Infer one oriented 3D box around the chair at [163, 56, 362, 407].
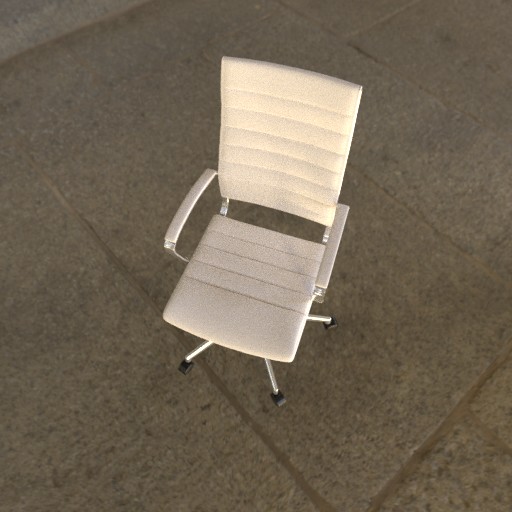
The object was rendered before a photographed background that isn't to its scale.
[{"bbox_3d":[0.000,0.000,1.654,0.766,1.149,0.739,17,59,10],"label":"chair"}]
